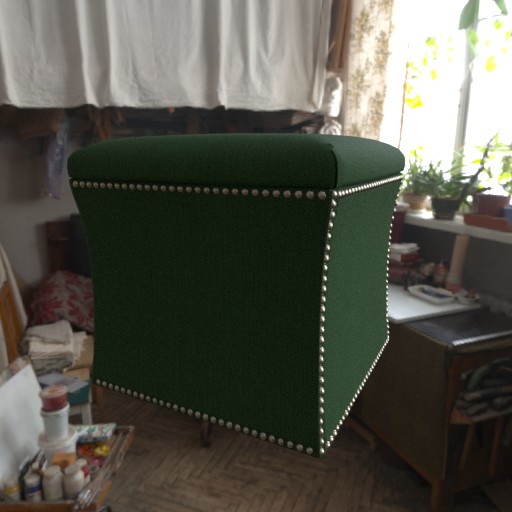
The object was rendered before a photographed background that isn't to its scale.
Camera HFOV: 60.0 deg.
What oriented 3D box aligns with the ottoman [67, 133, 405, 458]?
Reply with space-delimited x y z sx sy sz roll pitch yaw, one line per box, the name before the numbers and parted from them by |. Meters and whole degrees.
ottoman | 0.000 0.000 0.897 0.497 0.475 0.507 7 15 27
